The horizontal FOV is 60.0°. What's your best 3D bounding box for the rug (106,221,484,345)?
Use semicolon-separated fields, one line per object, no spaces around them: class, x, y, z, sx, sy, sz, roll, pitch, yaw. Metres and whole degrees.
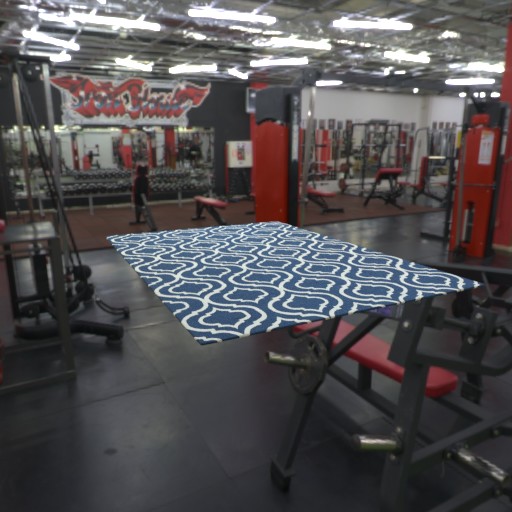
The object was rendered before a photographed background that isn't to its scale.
rug;0.000;0.000;2.831;1.524;0.010;2.134;-7;16;-26
